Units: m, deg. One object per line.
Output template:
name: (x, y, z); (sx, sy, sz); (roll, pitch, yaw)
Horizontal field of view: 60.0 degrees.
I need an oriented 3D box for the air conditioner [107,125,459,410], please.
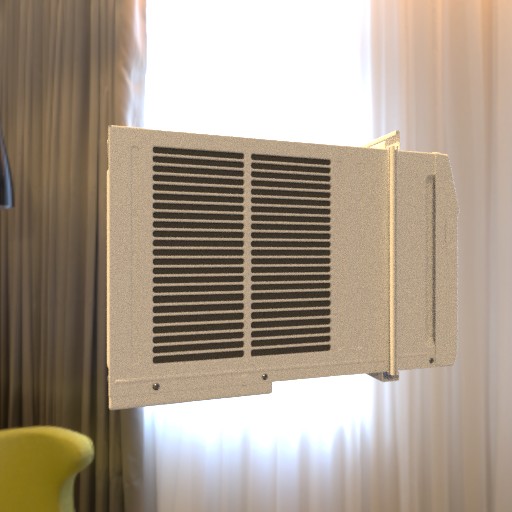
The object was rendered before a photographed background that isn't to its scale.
air conditioner: (0.000, 0.000, 0.865); (0.546, 0.388, 0.503); (0, 0, -18)
